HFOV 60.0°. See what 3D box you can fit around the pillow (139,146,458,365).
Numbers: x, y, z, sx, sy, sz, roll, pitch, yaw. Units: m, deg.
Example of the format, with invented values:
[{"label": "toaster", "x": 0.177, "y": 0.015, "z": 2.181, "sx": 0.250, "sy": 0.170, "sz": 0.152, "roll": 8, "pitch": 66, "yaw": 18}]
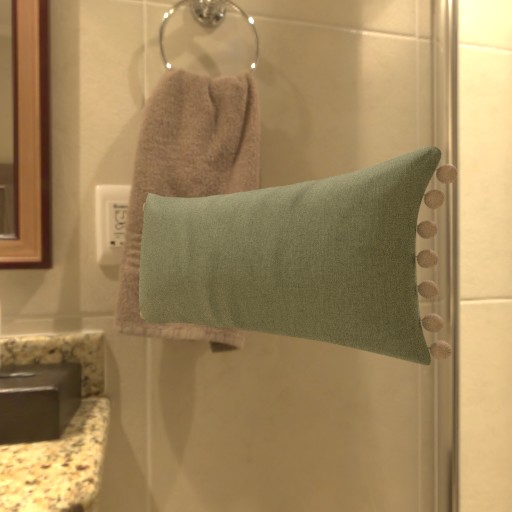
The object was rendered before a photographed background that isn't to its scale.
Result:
[{"label": "pillow", "x": 0.000, "y": 0.000, "z": 0.842, "sx": 0.709, "sy": 0.322, "sz": 0.201, "roll": 0, "pitch": 0, "yaw": 38}]
